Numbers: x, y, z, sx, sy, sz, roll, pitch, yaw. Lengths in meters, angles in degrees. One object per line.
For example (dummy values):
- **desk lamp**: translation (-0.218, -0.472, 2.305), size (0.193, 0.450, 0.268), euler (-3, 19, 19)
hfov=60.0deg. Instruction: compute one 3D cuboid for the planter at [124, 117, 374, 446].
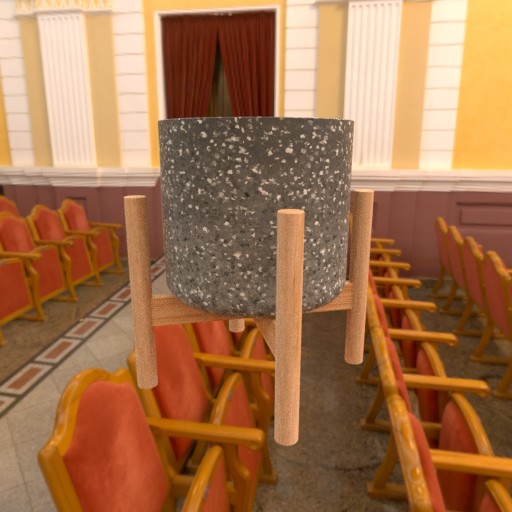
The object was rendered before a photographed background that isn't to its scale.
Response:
- **planter**: translation (0.000, 0.000, 0.552), size (0.284, 0.320, 0.284), euler (2, 15, 9)
